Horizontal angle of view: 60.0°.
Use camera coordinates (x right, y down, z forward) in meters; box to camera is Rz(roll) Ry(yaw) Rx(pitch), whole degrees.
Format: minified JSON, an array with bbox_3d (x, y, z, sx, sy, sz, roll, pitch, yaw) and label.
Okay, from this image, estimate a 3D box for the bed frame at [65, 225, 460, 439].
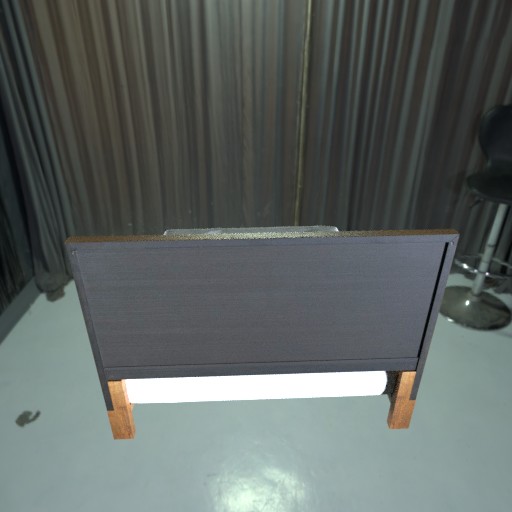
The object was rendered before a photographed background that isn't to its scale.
[{"bbox_3d":[0.000,0.000,3.632,2.038,1.537,2.235,-1,31,-2],"label":"bed frame"}]
